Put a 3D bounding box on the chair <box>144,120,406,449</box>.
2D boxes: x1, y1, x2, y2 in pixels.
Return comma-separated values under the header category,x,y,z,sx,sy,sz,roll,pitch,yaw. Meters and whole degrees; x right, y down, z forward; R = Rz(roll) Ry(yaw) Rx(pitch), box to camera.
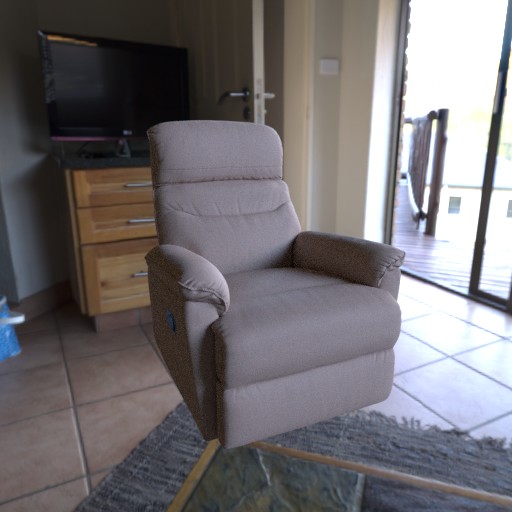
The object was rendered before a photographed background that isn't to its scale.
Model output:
category,x,y,z,sx,sy,sz,roll,pitch,yaw
chair,0.000,0.000,1.731,0.820,1.037,1.004,-7,17,-24
